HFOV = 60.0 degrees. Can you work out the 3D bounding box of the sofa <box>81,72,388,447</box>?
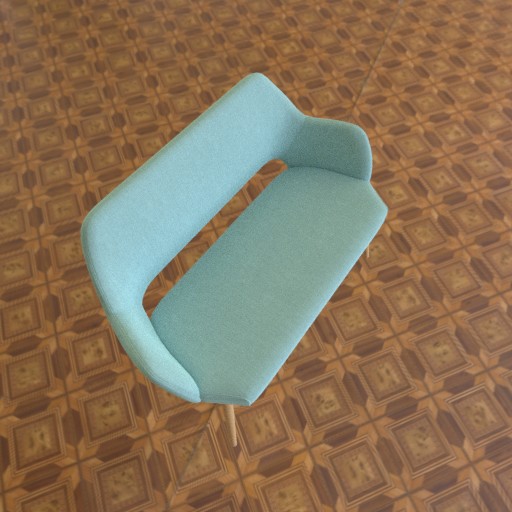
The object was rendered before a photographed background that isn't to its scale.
[{"bbox_3d":[0.000,0.000,1.605,0.610,0.840,1.150,32,64,18],"label":"sofa"}]
